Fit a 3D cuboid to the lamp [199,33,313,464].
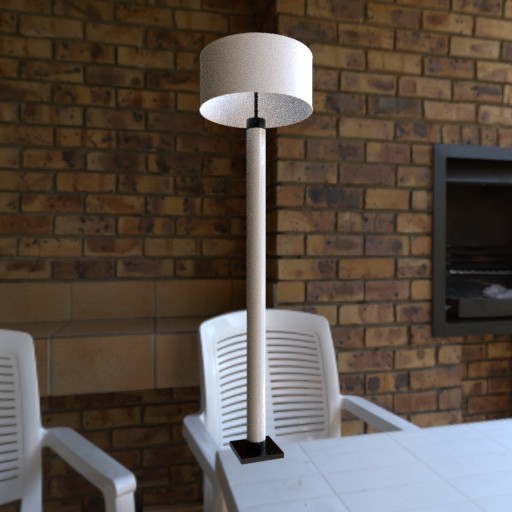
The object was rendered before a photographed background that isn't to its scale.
[{"bbox_3d":[0.000,0.000,1.657,0.420,1.475,0.420,0,0,-19],"label":"lamp"}]
